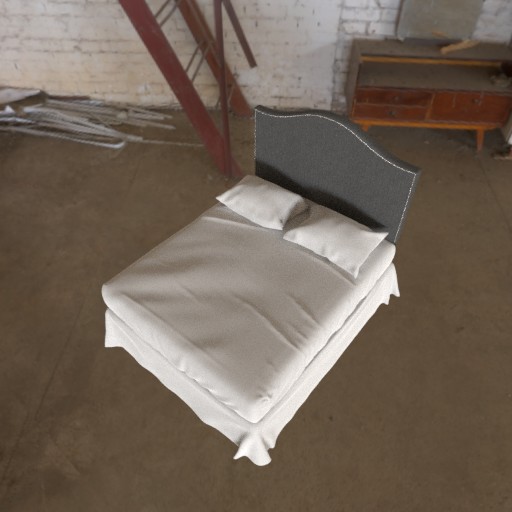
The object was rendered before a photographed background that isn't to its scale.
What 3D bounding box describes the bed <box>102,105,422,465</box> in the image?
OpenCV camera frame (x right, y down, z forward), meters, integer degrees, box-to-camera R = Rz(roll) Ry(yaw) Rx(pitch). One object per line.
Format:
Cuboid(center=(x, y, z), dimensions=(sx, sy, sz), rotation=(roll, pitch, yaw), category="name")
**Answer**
Cuboid(center=(0.000, 0.000, 3.578), dimensions=(1.876, 1.645, 2.221), rotation=(31, 53, 26), category="bed")
